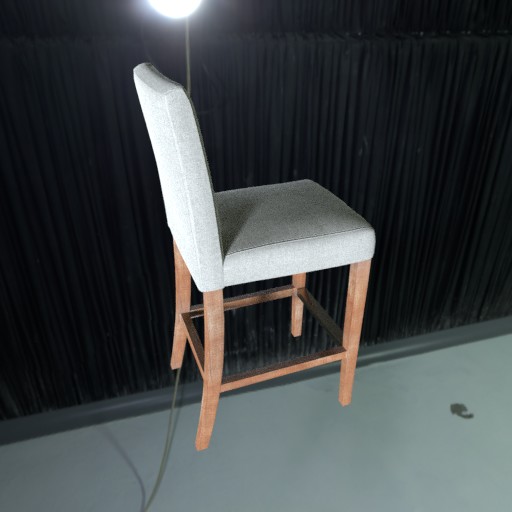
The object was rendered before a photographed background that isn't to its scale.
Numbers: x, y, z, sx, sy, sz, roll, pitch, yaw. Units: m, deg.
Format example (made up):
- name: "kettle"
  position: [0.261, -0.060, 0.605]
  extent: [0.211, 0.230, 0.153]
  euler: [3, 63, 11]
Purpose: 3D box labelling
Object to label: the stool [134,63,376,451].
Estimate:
- name: "stool"
  position: [0.000, 0.000, 1.371]
  extent: [0.570, 1.088, 0.439]
  euler: [-11, 32, -18]
